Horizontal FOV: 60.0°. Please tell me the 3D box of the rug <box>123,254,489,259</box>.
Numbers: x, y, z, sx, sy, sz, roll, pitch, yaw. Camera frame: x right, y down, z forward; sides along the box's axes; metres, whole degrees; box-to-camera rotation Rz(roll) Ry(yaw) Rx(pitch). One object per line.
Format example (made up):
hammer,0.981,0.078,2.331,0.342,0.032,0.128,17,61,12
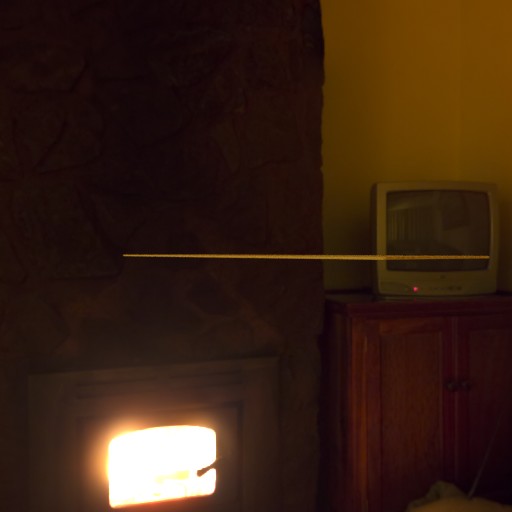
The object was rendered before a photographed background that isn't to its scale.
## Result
rug,0.000,0.000,2.701,0.750,0.009,2.435,0,0,-37
